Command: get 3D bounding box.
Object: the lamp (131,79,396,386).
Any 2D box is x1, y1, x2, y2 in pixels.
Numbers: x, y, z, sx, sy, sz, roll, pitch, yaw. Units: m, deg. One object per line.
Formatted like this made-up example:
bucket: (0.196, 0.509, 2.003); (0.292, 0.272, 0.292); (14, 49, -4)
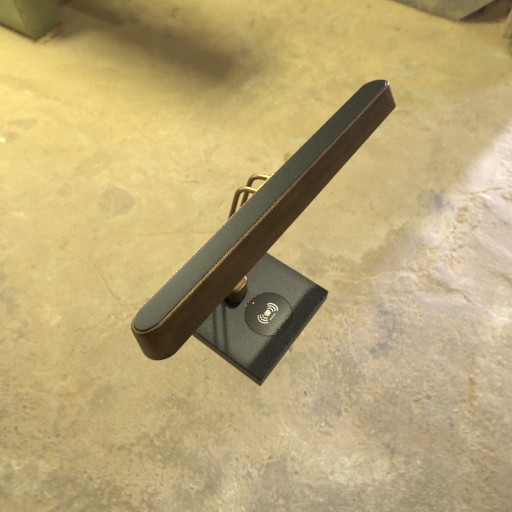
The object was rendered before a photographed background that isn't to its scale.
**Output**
lamp: (0.000, 0.000, 0.584); (0.156, 0.345, 0.412); (32, 62, 19)
